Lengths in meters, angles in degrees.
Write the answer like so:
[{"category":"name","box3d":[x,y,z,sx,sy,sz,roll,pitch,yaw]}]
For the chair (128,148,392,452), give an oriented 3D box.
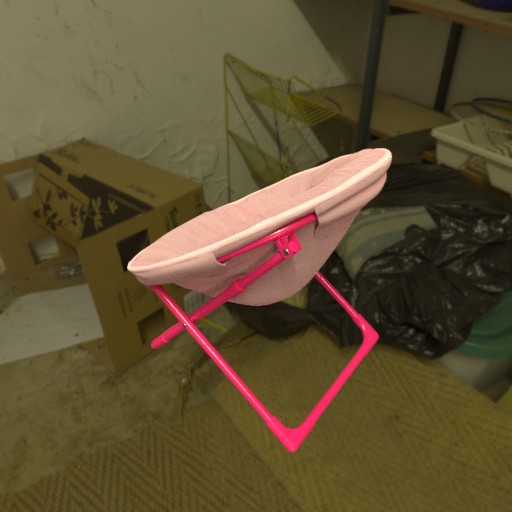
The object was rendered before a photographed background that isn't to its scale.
[{"category":"chair","box3d":[0.000,0.000,0.909,0.459,0.494,0.522,22,39,30]}]
